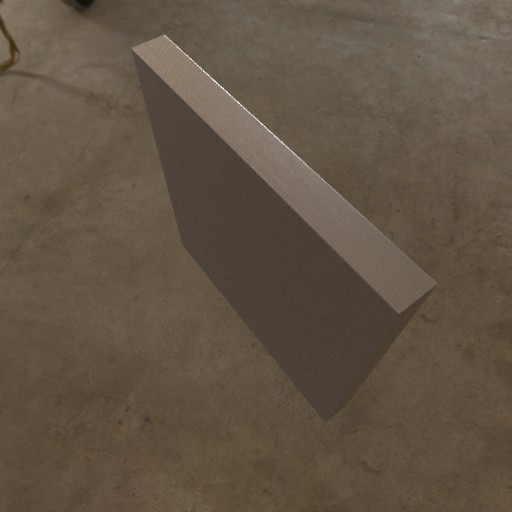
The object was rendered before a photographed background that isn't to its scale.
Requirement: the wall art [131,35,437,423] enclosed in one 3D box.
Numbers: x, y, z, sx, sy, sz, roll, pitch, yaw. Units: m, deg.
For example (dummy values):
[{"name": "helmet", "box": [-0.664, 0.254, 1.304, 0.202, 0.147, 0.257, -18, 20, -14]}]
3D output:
[{"name": "wall art", "box": [0.000, 0.000, 0.510, 0.038, 0.350, 0.350, -33, 64, -18]}]
